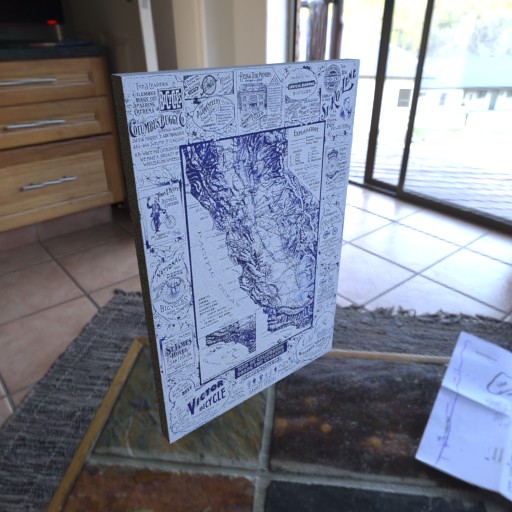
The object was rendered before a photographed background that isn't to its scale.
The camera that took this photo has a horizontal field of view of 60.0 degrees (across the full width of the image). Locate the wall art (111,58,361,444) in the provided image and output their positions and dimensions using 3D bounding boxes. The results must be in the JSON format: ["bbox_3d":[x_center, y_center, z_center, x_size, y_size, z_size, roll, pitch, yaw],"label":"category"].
[{"bbox_3d":[0.000,0.000,0.950,0.511,0.753,0.039,-20,34,-33],"label":"wall art"}]
